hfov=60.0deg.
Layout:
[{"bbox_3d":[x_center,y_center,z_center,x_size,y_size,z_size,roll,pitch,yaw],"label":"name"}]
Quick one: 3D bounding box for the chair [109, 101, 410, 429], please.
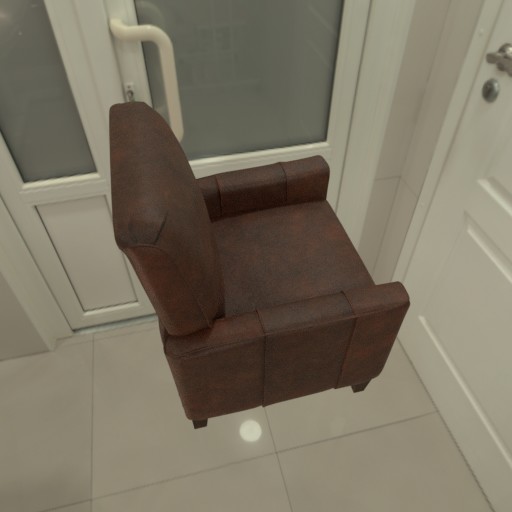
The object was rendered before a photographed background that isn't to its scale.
[{"bbox_3d":[0.000,0.000,1.651,0.836,1.043,0.843,-10,47,-10],"label":"chair"}]
